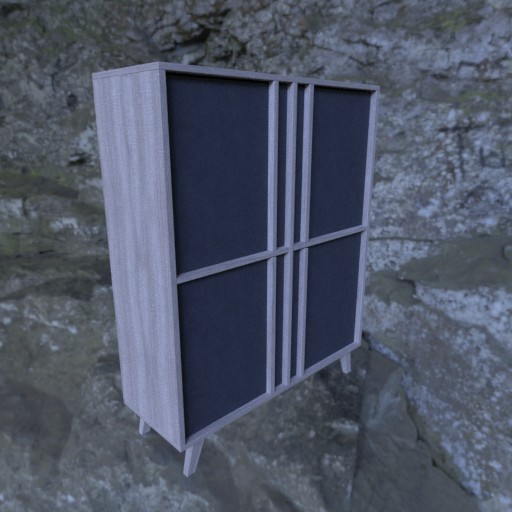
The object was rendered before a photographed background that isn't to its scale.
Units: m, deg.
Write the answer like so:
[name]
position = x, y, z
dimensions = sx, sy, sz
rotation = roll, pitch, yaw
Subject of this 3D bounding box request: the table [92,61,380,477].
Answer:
[table]
position = 0.000, 0.000, 1.879
dimensions = 1.111, 1.388, 0.398
rotation = -15, 22, -42
